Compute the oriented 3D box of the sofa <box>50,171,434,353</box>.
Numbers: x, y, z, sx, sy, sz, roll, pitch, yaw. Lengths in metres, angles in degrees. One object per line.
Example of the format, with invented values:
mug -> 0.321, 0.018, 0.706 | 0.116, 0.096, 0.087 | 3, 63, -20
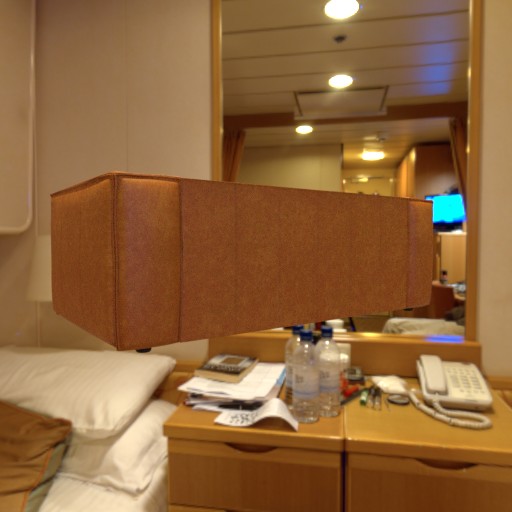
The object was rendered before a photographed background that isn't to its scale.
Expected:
sofa -> 0.000, 0.000, 2.618 | 2.088, 0.703, 1.102 | -2, 3, -36
